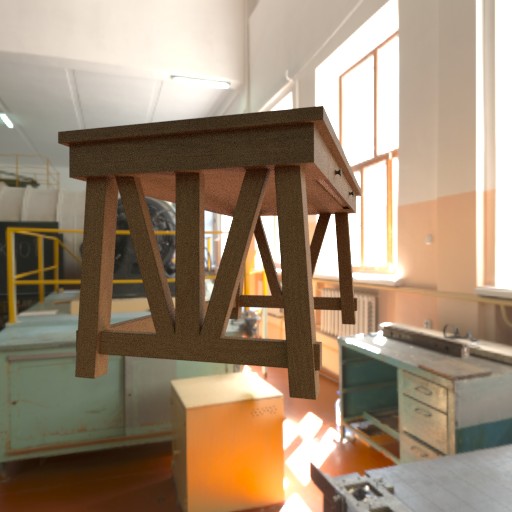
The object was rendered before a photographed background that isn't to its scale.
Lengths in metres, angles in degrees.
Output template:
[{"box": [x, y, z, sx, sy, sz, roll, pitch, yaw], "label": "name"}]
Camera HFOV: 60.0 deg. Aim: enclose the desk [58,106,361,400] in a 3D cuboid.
[{"box": [0.000, 0.000, 1.957, 0.813, 0.762, 1.499, 0, 0, 17], "label": "desk"}]
